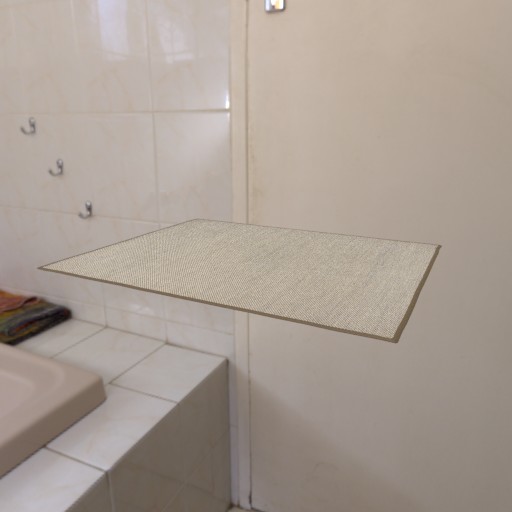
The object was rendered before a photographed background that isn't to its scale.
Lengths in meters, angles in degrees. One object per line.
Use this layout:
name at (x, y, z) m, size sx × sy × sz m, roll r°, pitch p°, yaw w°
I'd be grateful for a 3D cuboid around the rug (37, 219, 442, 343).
rug at (0.000, 0.000, 4.170) m, size 3.041 × 0.020 × 2.413 m, roll 8°, pitch 18°, yaw 26°
